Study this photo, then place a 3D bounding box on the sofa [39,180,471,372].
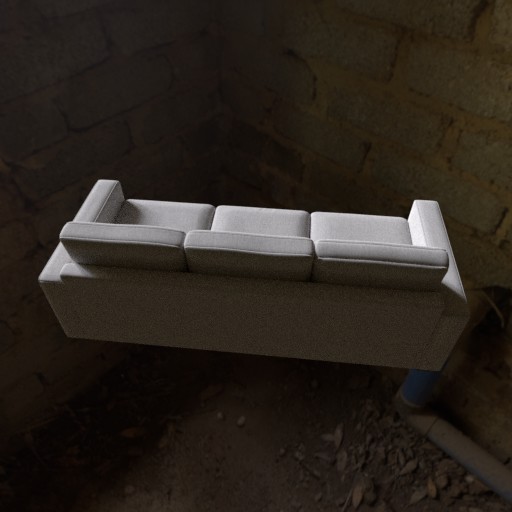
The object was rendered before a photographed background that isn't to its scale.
[{"bbox_3d":[0.000,0.000,2.550,2.120,0.800,0.900,4,45,4],"label":"sofa"}]
